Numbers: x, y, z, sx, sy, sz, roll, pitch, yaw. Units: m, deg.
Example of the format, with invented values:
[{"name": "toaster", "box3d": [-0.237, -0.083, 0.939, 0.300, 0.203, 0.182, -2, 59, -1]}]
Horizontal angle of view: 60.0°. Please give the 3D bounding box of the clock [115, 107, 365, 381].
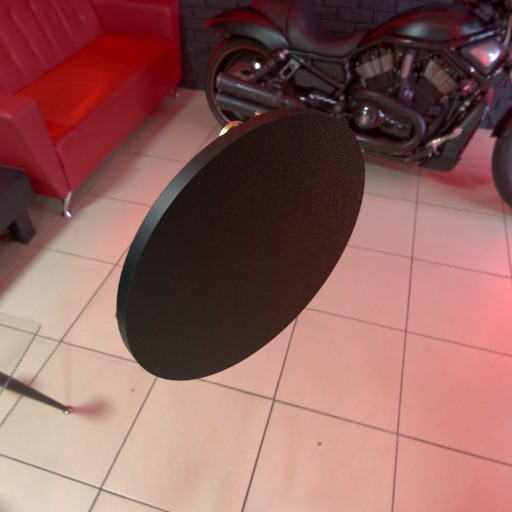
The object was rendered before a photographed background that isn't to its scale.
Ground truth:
[{"name": "clock", "box3d": [0.000, 0.000, 0.672, 0.454, 0.454, 0.038, -31, 53, -27]}]
